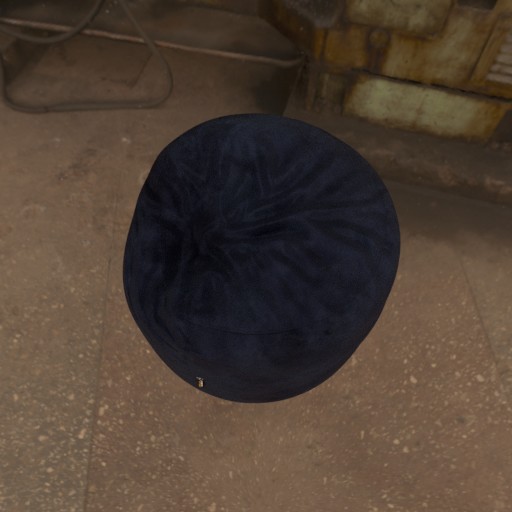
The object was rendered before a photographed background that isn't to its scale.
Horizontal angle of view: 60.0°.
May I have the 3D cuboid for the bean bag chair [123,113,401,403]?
[{"bbox_3d":[0.000,0.000,1.543,0.918,0.616,0.918,0,60,0],"label":"bean bag chair"}]
